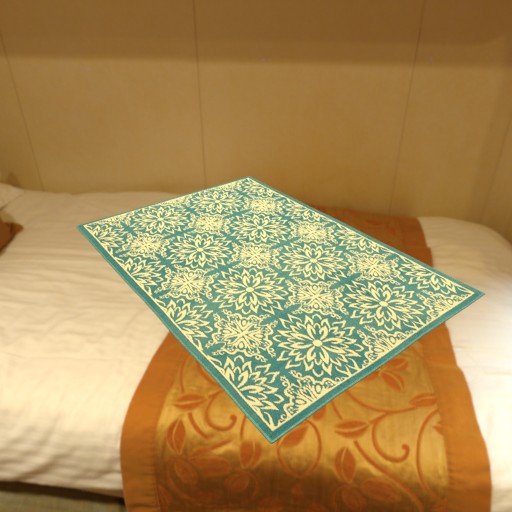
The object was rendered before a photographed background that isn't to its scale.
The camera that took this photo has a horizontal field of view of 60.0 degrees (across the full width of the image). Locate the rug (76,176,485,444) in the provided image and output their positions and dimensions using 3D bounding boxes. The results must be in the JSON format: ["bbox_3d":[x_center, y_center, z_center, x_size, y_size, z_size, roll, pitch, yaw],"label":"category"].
[{"bbox_3d":[0.000,0.000,2.827,1.554,0.012,2.205,-22,38,-31],"label":"rug"}]
